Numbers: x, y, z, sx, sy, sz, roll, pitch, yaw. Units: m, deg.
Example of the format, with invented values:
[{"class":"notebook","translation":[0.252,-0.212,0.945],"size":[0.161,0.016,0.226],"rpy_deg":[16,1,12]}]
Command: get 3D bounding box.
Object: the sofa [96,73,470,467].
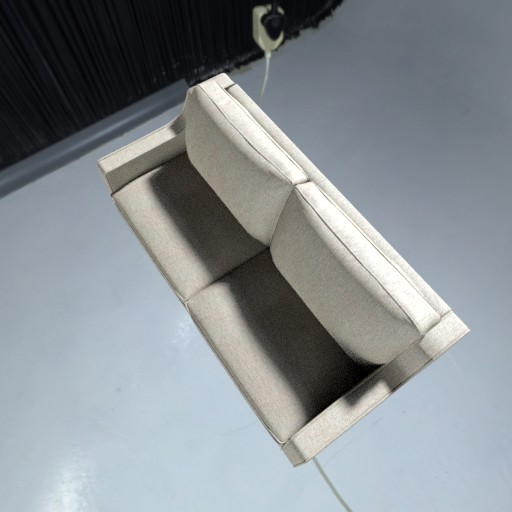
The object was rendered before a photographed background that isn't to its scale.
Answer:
[{"class":"sofa","translation":[0.000,0.000,2.743],"size":[1.073,1.074,2.181],"rpy_deg":[-33,68,-15]}]
